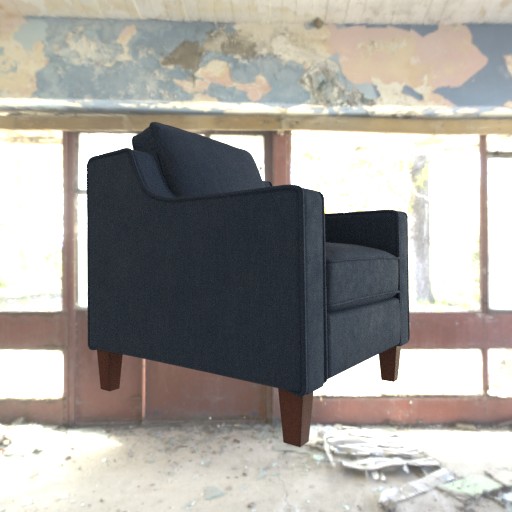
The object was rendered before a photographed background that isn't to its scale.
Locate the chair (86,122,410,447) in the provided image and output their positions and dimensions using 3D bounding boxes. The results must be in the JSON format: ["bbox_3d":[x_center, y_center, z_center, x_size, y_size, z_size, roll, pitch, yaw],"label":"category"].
[{"bbox_3d":[0.000,0.000,1.654,0.909,0.960,0.831,0,0,36],"label":"chair"}]
